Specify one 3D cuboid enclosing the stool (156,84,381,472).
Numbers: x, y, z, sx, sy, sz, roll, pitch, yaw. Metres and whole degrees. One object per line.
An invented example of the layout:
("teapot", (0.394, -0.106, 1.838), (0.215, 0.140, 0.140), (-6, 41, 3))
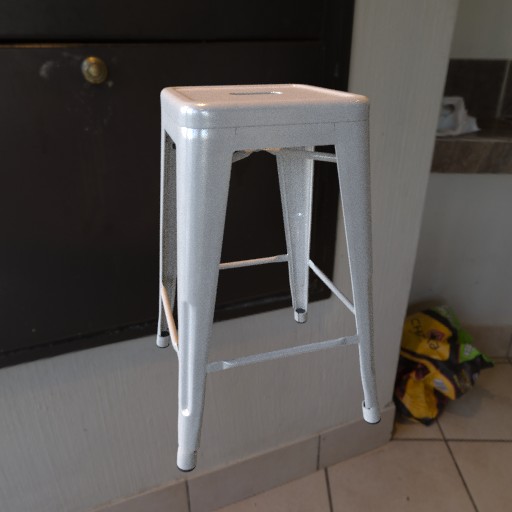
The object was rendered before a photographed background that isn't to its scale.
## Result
("stool", (0.000, 0.000, 0.872), (0.406, 0.610, 0.406), (-7, 26, -15))
